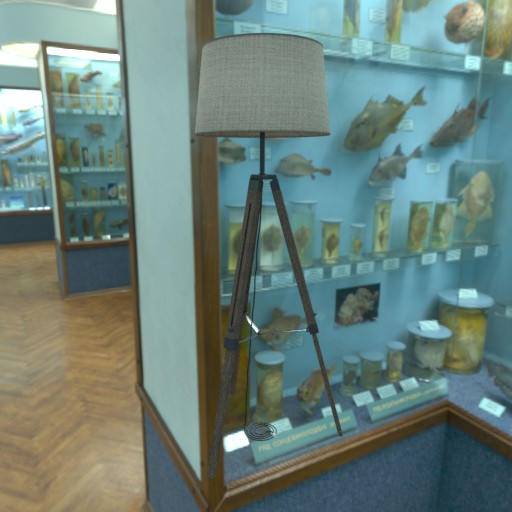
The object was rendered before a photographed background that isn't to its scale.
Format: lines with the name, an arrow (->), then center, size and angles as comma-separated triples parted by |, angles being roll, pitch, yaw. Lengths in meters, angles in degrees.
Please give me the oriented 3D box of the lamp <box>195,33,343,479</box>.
lamp -> 0.000, 0.000, 1.765 | 0.604, 1.510, 0.587 | -6, 14, -26
